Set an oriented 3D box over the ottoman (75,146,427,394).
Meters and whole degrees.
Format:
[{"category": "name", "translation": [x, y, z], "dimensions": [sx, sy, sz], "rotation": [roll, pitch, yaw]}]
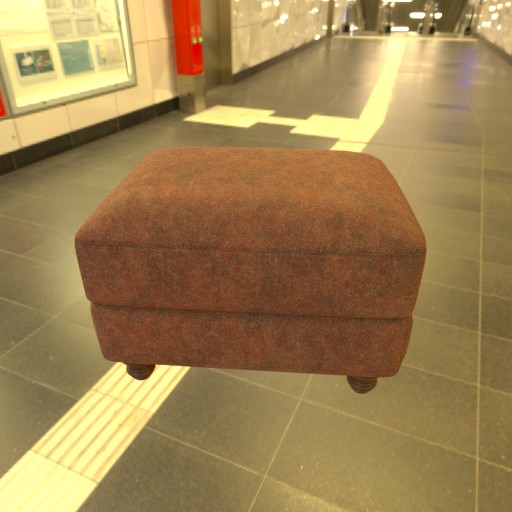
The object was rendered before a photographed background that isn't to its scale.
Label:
[{"category": "ottoman", "translation": [0.000, 0.000, 1.231], "dimensions": [0.787, 0.508, 0.635], "rotation": [2, 31, 4]}]
